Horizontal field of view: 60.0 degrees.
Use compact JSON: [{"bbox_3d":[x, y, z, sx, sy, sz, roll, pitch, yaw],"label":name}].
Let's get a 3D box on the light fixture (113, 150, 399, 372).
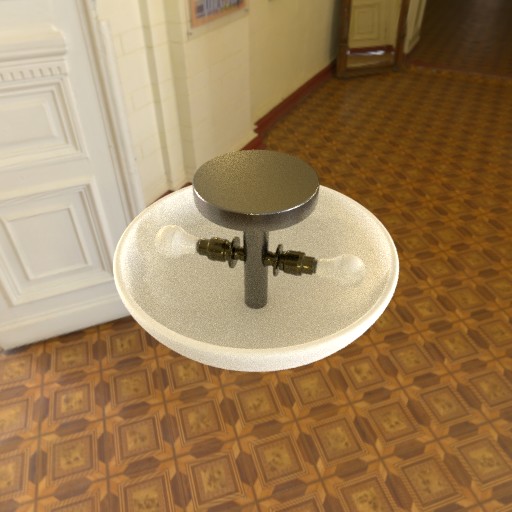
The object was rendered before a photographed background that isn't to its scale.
[{"bbox_3d":[0.000,0.000,0.537,0.330,0.214,0.330,0,40,0],"label":"light fixture"}]
